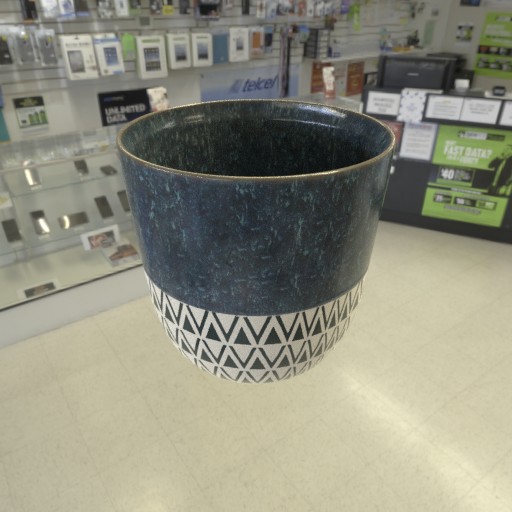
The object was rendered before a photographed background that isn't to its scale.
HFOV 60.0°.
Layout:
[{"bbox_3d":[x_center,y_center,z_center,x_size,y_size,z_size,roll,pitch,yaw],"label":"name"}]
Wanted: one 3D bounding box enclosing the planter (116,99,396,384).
[{"bbox_3d":[0.000,0.000,0.373,0.195,0.214,0.195,0,31,0],"label":"planter"}]
